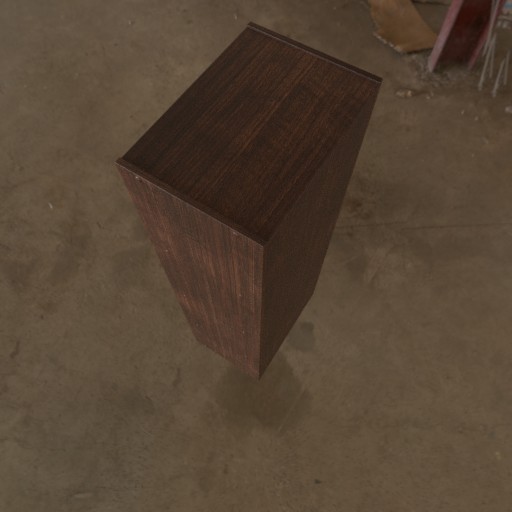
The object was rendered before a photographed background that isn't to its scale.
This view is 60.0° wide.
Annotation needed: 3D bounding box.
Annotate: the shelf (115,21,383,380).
[{"bbox_3d":[0.000,0.000,1.263,0.290,1.099,0.415,30,68,14],"label":"shelf"}]
